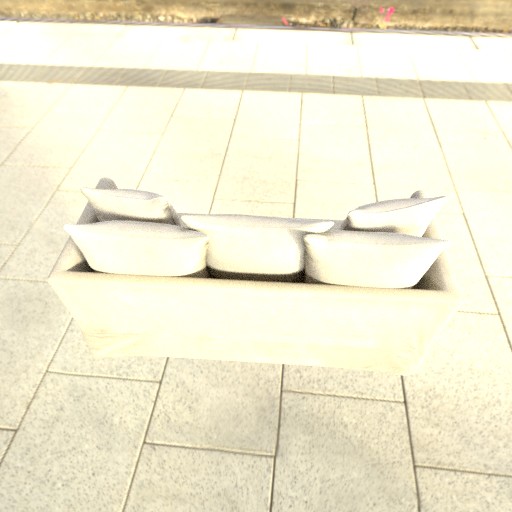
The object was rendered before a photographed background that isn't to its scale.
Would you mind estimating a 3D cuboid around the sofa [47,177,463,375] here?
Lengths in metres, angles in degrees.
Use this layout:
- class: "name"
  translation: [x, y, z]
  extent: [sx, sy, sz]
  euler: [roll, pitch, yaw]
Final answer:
- class: "sofa"
  translation: [0.000, 0.000, 2.905]
  extent: [2.290, 1.034, 1.031]
  euler: [3, 46, 3]
